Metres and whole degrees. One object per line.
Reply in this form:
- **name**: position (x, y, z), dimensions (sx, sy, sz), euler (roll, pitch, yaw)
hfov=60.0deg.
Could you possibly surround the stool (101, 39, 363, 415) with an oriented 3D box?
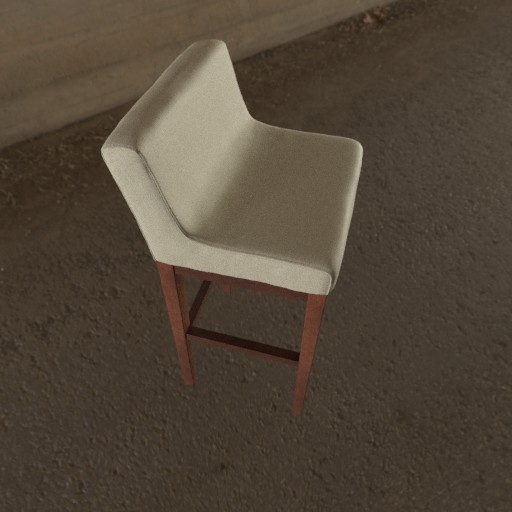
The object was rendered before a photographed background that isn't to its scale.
- **stool**: position (0.000, 0.000, 1.327), dimensions (0.500, 1.037, 0.511), euler (12, 49, 10)
